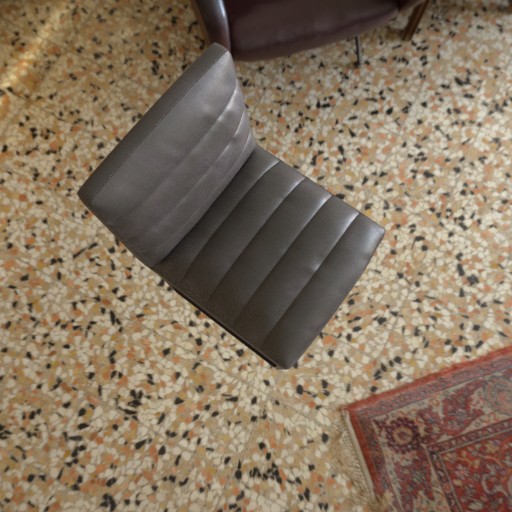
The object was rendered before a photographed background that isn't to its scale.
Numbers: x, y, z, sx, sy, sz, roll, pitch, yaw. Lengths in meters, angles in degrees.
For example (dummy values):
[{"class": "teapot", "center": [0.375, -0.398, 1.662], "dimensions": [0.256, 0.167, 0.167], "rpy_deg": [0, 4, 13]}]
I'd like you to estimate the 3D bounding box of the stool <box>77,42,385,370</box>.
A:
[{"class": "stool", "center": [0.000, 0.000, 1.355], "dimensions": [0.562, 1.065, 0.463], "rpy_deg": [36, 78, 9]}]
